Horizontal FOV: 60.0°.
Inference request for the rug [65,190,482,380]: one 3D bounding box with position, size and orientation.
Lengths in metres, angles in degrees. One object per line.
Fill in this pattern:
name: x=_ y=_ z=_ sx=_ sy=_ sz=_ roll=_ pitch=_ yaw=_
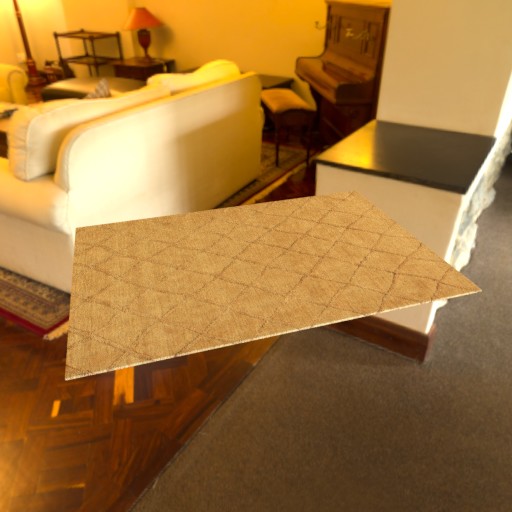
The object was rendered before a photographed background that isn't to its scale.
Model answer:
rug: x=0.000 y=0.000 z=2.921 sx=2.292 sy=0.014 sz=1.528 roll=-9 pitch=33 yaw=-15
